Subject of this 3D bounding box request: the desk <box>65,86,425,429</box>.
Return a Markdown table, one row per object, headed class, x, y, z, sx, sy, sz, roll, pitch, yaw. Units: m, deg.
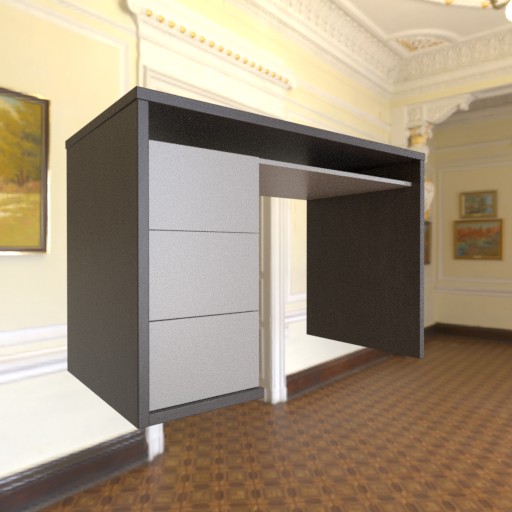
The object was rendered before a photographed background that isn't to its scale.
| class | x | y | z | sx | sy | sz | roll | pitch | yaw |
| --- | --- | --- | --- | --- | --- | --- | --- | --- | --- |
| desk | 0.000 | 0.000 | 1.534 | 1.100 | 0.750 | 0.600 | 0 | 1 | -37 |
